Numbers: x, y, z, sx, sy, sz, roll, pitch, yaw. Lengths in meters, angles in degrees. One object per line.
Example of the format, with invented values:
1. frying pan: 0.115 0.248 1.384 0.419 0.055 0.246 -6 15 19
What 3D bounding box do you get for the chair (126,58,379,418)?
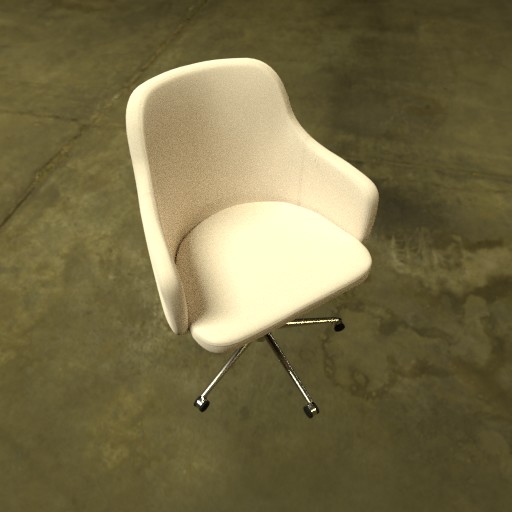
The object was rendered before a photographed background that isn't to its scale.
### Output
1. chair: 0.000 0.000 1.208 0.602 0.819 0.647 -24 51 -21
